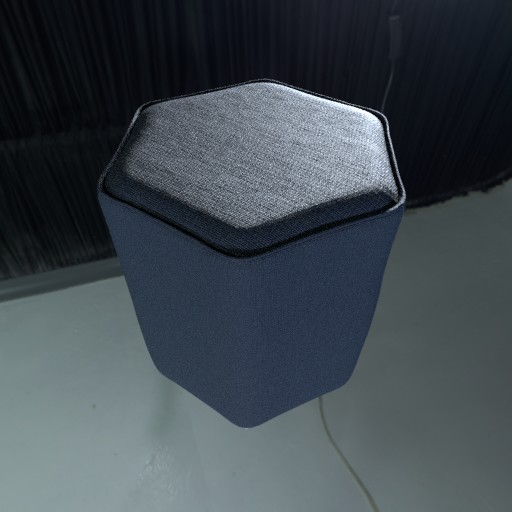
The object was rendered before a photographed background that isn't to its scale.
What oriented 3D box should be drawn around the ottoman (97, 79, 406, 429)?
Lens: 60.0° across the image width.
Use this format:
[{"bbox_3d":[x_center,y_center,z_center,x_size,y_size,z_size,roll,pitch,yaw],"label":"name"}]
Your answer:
[{"bbox_3d":[0.000,0.000,0.861,0.492,0.505,0.454,-16,48,-15],"label":"ottoman"}]
